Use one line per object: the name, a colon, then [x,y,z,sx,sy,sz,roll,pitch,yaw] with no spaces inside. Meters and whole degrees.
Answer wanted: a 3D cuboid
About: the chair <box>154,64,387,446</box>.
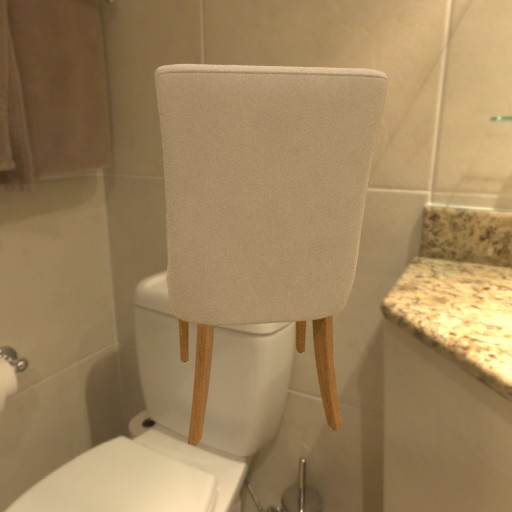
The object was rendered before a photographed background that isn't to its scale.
chair: [0.000,0.000,1.227,0.495,0.902,0.610,-2,15,-9]
